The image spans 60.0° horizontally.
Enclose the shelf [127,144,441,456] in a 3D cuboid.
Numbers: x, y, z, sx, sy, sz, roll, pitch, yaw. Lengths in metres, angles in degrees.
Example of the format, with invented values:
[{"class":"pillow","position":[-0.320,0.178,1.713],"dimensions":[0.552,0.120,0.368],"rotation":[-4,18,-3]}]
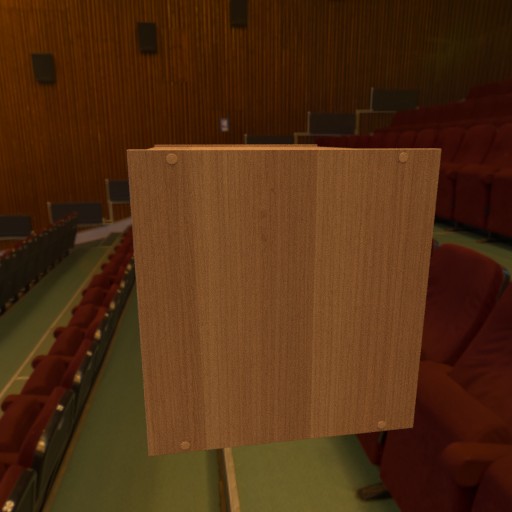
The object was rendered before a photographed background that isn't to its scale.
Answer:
[{"class":"shelf","position":[0.000,0.000,0.635],"dimensions":[0.290,0.305,0.415],"rotation":[-2,15,-9]}]
